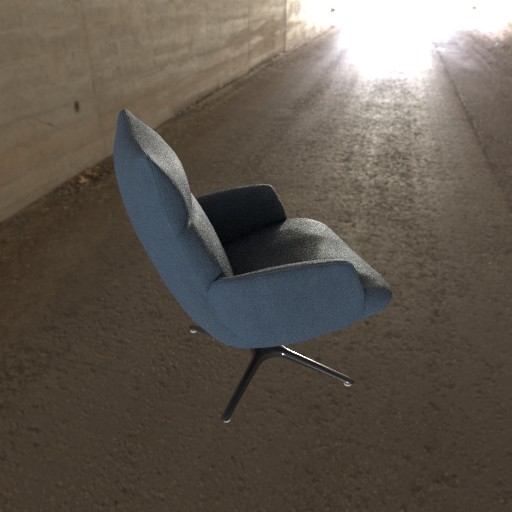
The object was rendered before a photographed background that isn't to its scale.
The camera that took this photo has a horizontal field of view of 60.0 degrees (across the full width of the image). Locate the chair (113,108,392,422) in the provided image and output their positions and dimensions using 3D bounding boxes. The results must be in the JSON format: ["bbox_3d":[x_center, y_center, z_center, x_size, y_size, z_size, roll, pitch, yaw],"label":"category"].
[{"bbox_3d":[0.000,0.000,1.641,0.889,1.016,0.711,-11,33,-17],"label":"chair"}]
